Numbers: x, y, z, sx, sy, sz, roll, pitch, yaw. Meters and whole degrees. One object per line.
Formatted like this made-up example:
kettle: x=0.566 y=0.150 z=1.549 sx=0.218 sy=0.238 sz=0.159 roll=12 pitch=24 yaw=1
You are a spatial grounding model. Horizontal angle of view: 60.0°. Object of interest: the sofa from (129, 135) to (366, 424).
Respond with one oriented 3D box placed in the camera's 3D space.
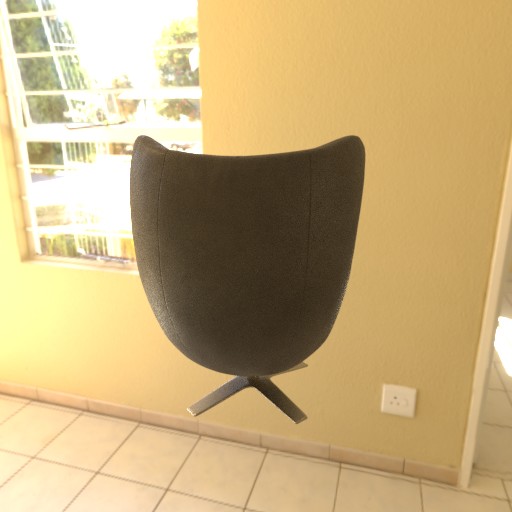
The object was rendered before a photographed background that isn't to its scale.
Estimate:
sofa: x=0.000 y=0.000 z=2.138 sx=0.894 sy=1.135 sz=1.444 roll=2 pitch=16 yaw=6
